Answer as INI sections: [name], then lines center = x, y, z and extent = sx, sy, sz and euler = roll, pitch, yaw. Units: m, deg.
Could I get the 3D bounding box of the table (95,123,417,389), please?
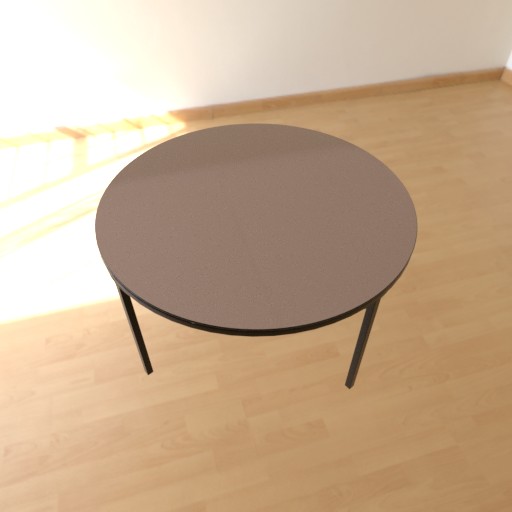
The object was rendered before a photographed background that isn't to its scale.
[table]
center = 0.000, 0.000, 1.272
extent = 0.800, 0.400, 0.800
euler = 0, 45, 0
